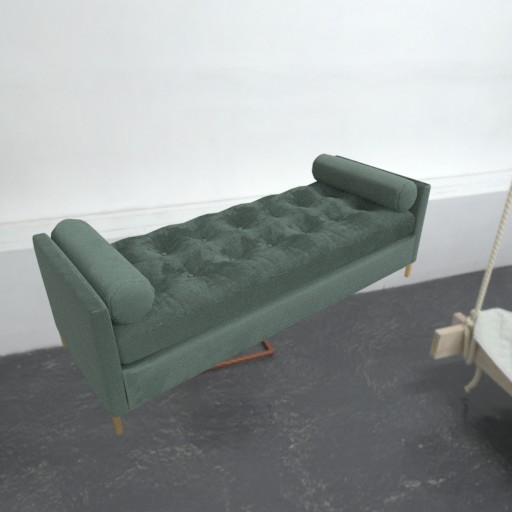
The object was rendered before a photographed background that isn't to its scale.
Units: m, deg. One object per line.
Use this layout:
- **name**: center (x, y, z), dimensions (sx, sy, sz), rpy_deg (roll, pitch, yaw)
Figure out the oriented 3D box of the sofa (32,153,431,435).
- **sofa**: center (0.000, 0.000, 2.507), dimensions (2.102, 0.705, 0.796), rpy_deg (-21, 36, -32)
